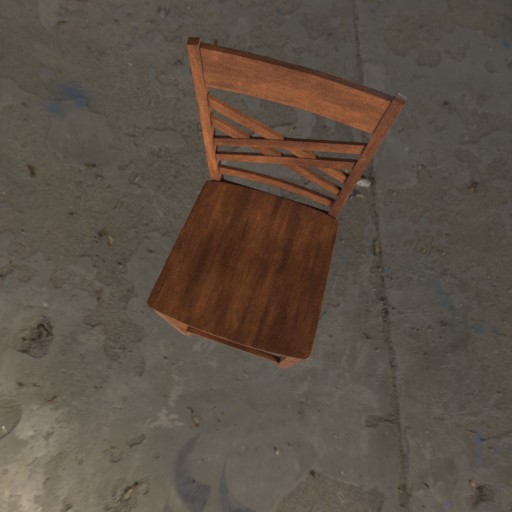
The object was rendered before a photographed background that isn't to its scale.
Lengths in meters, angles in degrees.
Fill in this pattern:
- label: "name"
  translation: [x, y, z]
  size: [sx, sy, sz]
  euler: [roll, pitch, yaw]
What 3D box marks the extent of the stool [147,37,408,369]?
- label: "stool"
  translation: [0.000, 0.000, 1.338]
  size: [0.462, 1.079, 0.539]
  euler: [18, 75, 5]
